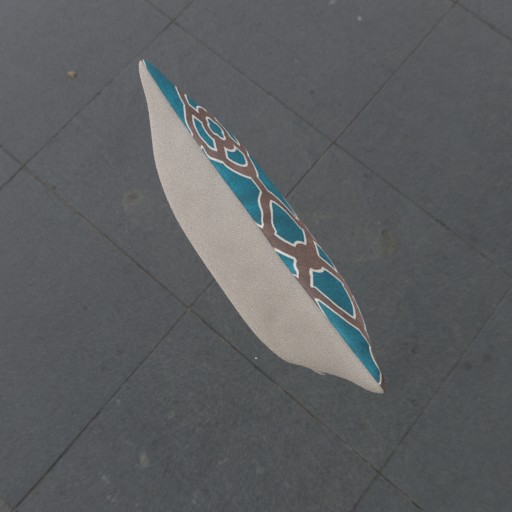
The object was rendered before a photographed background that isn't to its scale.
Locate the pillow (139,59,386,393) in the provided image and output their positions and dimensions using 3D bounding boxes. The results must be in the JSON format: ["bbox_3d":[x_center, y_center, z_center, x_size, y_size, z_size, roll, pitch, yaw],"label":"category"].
[{"bbox_3d":[0.000,0.000,0.792,0.166,0.507,0.526,-34,79,-7],"label":"pillow"}]
